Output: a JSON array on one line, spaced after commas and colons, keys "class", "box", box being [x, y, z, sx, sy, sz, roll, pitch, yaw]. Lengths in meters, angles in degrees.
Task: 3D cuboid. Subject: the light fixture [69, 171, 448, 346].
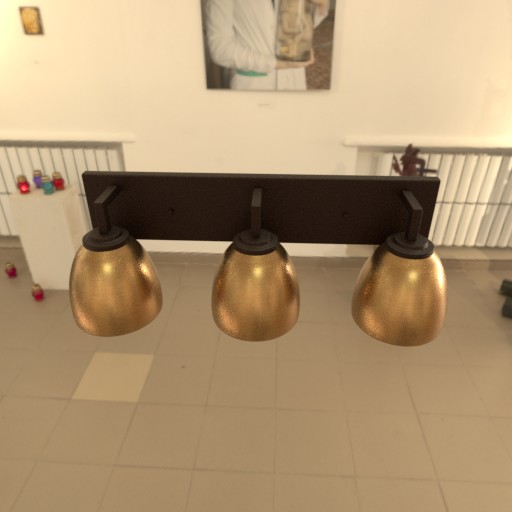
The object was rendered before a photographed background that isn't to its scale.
[{"class": "light fixture", "box": [0.000, 0.000, 0.665, 0.582, 0.204, 0.157, 1, 30, 2]}]
